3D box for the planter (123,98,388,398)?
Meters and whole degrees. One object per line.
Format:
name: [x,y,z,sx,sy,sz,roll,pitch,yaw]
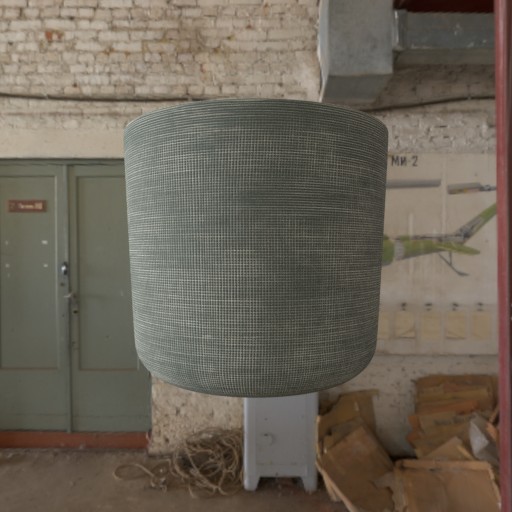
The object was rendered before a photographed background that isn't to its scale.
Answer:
planter: [0.000,0.000,0.771,0.440,0.398,0.440,0,1,0]
